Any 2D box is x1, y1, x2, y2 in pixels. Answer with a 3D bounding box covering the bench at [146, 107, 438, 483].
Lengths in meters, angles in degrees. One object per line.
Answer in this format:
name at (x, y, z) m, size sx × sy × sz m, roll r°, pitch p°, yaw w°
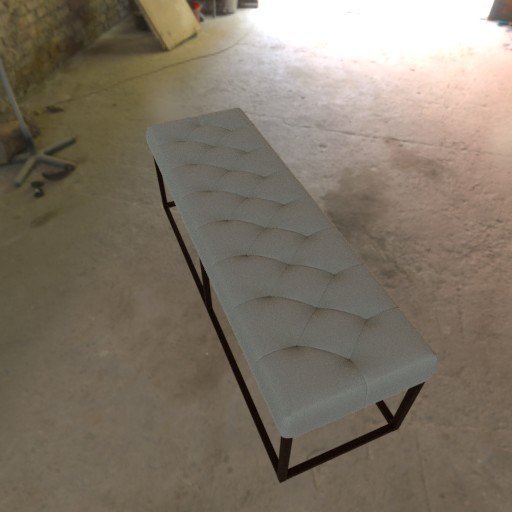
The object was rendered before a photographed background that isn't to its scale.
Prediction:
bench at (0.000, 0.000, 1.749) m, size 0.479 × 0.488 × 1.488 m, roll -17°, pitch 49°, yaw -15°
